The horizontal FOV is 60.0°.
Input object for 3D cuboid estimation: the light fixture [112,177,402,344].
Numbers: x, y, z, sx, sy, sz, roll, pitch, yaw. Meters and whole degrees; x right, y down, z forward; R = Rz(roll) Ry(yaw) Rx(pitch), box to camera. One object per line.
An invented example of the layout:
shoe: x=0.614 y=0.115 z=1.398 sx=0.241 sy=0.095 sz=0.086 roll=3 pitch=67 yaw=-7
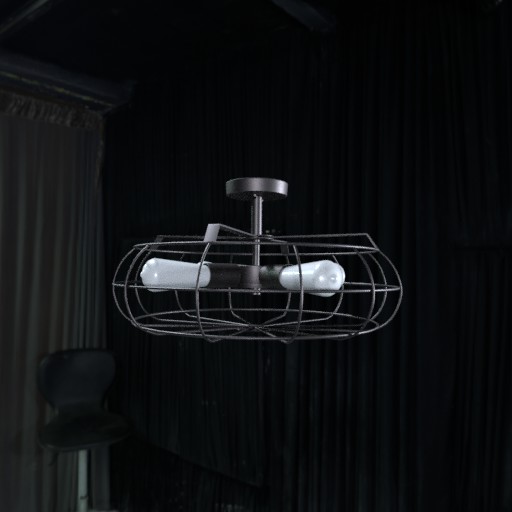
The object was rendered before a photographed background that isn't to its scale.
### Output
light fixture: x=0.000 y=0.000 z=0.943 sx=0.582 sy=0.311 sz=0.582 roll=0 pitch=-1 yaw=0
